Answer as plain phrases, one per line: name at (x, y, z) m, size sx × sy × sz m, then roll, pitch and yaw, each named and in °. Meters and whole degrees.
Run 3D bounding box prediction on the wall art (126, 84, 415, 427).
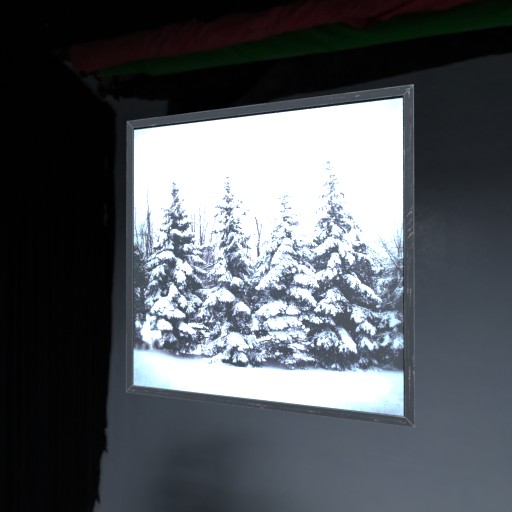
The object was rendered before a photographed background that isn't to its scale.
wall art at (0.000, 0.000, 1.131) m, size 0.761 × 0.761 × 0.037 m, roll 0°, pitch -1°, yaw 20°
